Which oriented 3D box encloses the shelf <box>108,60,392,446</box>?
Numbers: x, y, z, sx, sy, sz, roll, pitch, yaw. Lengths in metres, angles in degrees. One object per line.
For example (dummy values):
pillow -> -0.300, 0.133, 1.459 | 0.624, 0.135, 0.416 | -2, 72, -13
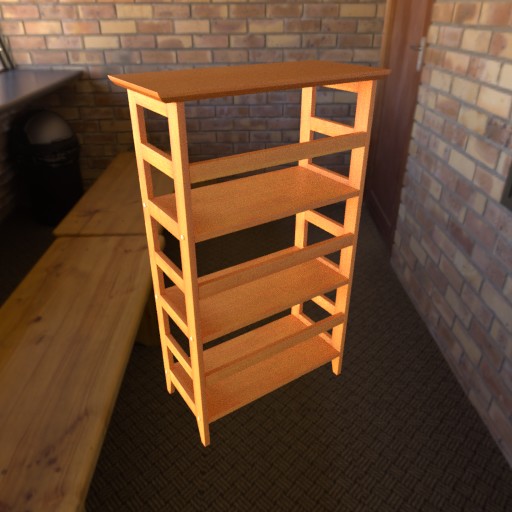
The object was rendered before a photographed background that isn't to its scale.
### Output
shelf -> 0.000, 0.000, 1.383 | 0.660, 1.067, 0.305 | -18, 34, -29
